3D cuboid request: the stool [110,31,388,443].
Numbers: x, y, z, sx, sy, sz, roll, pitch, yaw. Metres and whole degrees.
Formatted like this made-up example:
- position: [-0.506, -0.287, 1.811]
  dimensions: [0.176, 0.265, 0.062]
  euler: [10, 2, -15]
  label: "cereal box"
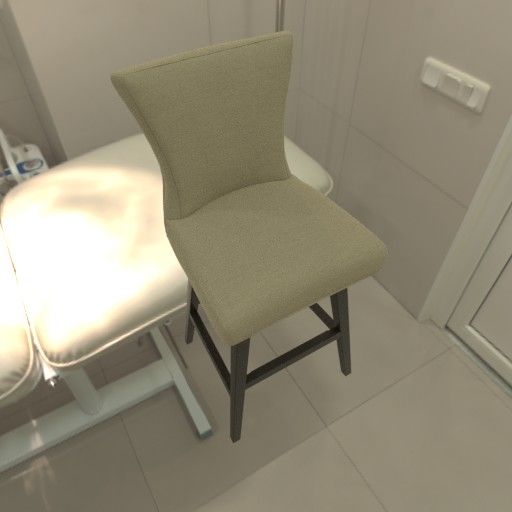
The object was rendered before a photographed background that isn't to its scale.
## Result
- position: [0.000, 0.000, 1.366]
  dimensions: [0.514, 1.086, 0.574]
  euler: [-24, 51, -20]
  label: "stool"
